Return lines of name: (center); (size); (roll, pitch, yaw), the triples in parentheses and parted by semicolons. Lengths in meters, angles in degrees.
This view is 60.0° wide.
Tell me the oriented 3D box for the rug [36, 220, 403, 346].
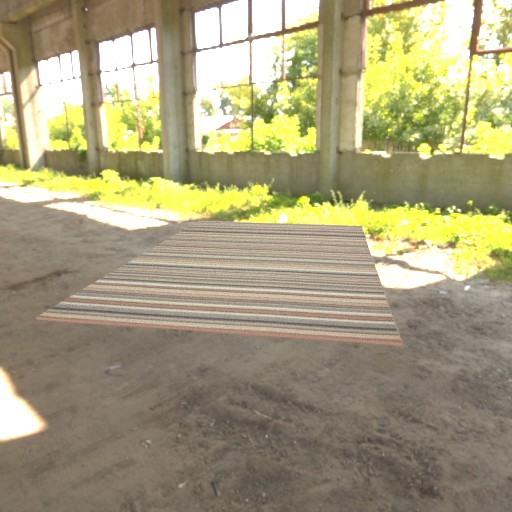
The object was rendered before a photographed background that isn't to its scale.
rug: (0.000, 0.000, 2.945); (1.523, 0.014, 2.438); (2, 15, 9)
